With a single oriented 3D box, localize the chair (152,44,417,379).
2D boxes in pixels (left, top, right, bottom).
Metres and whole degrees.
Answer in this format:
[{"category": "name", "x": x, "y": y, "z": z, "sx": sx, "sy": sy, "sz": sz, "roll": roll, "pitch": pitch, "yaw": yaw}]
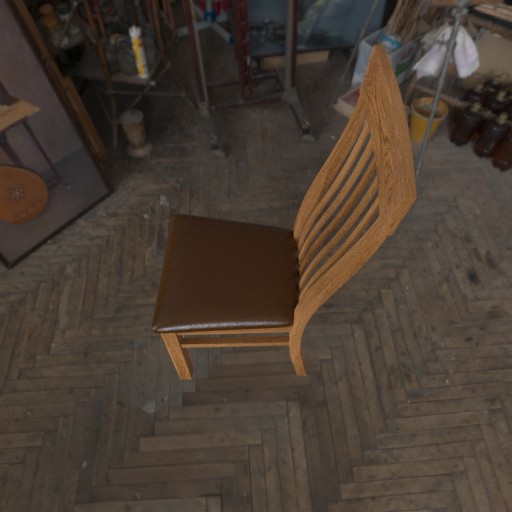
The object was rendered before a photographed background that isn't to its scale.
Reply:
[{"category": "chair", "x": 0.000, "y": 0.000, "z": 1.303, "sx": 0.580, "sy": 1.050, "sz": 0.450, "roll": 2, "pitch": 56, "yaw": 1}]
